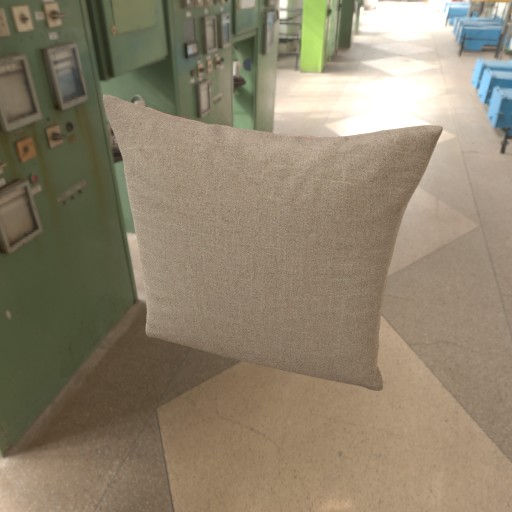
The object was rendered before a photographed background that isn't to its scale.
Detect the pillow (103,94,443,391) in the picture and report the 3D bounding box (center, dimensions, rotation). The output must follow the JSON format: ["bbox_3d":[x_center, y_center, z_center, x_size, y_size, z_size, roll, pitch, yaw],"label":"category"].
[{"bbox_3d":[0.000,0.000,0.779,0.513,0.511,0.158,10,34,15],"label":"pillow"}]
